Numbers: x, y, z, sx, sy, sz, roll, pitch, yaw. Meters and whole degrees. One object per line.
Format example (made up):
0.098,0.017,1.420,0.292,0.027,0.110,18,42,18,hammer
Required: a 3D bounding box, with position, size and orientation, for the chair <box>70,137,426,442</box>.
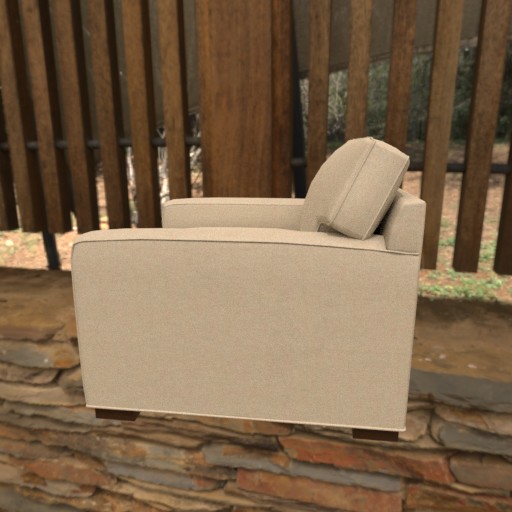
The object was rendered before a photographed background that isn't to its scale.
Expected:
0.000,0.000,1.777,1.043,0.913,0.998,2,14,7,chair
